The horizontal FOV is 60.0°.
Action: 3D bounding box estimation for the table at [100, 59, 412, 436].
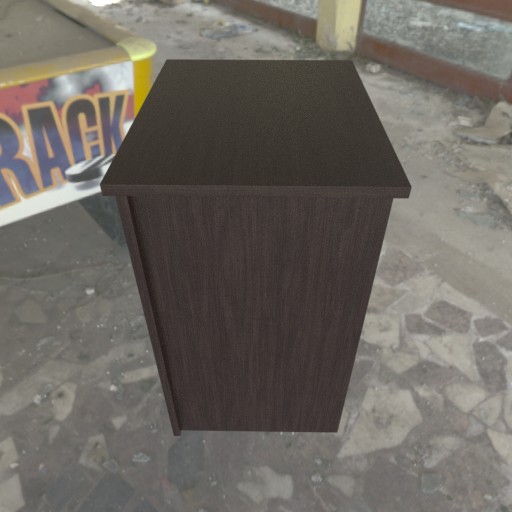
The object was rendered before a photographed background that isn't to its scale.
[{"bbox_3d":[0.000,0.000,0.921,0.381,0.635,0.480,1,41,1],"label":"table"}]
